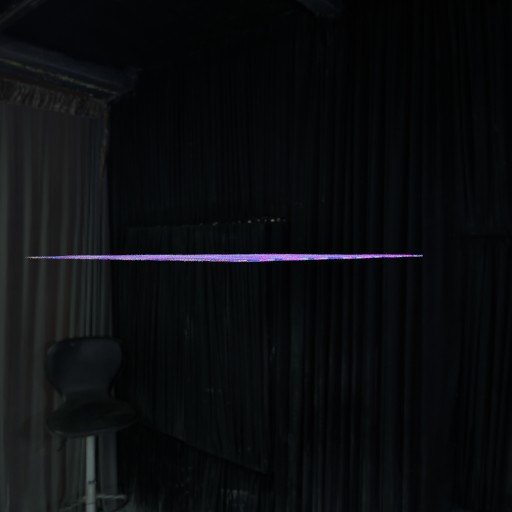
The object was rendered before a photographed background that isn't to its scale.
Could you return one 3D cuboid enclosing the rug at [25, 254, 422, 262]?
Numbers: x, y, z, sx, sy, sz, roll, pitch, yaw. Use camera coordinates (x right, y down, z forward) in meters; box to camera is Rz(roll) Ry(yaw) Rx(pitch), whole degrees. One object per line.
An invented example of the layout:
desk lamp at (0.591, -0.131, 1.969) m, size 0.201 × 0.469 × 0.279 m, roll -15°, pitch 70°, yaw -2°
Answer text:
rug at (0.000, 0.000, 2.983) m, size 1.539 × 0.013 × 2.350 m, roll 0°, pitch 1°, yaw 37°
